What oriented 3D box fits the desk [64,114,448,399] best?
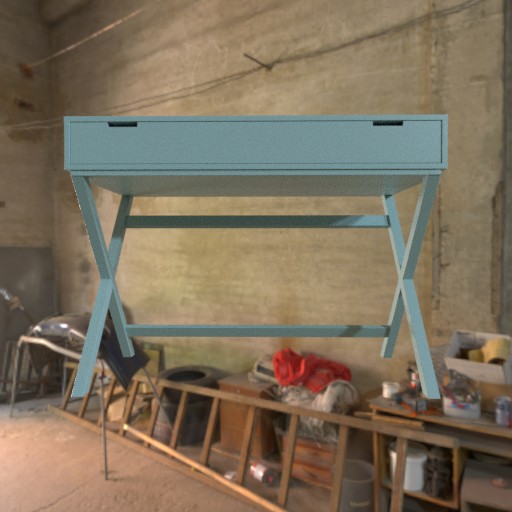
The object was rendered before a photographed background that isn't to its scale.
[{"bbox_3d":[0.000,0.000,1.476,1.059,0.780,0.509,0,1,1],"label":"desk"}]
